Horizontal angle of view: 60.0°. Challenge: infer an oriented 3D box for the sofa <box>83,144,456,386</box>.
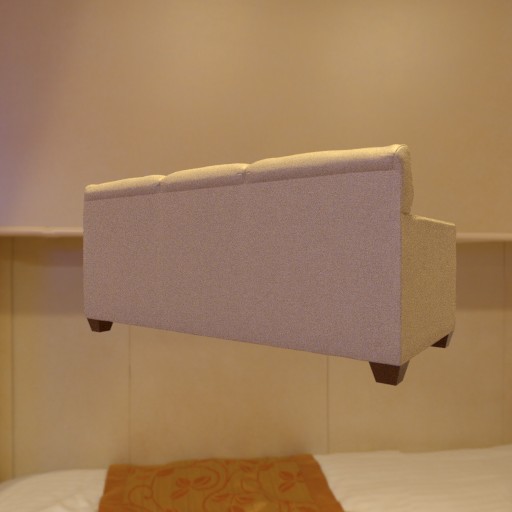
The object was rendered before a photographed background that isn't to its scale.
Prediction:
[{"bbox_3d":[0.000,0.000,2.602,2.024,0.958,0.997,1,1,36],"label":"sofa"}]
